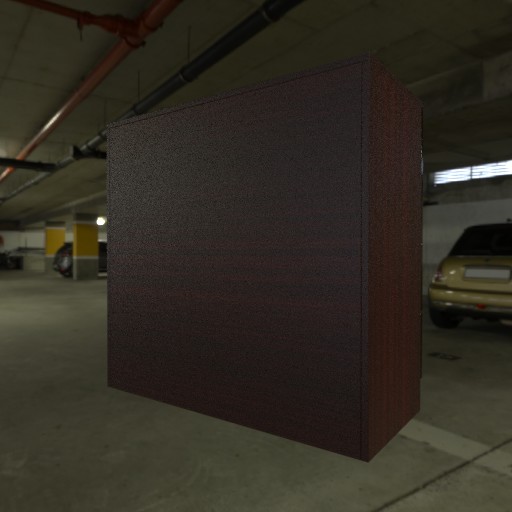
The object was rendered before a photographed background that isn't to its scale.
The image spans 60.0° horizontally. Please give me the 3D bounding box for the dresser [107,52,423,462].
[{"bbox_3d":[0.000,0.000,1.141,0.750,0.720,0.360,0,1,36],"label":"dresser"}]
